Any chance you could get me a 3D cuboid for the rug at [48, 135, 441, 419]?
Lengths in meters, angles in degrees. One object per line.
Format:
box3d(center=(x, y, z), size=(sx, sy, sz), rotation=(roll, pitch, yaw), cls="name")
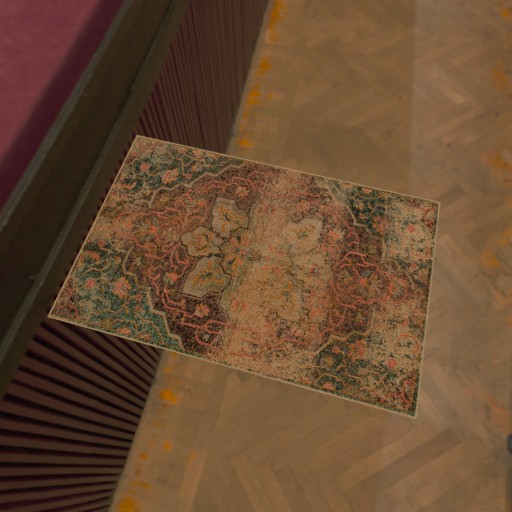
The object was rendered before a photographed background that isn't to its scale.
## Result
box3d(center=(0.000, 0.000, 3.004), size=(2.363, 0.004, 1.566), rotation=(15, 66, 7), cls="rug")
